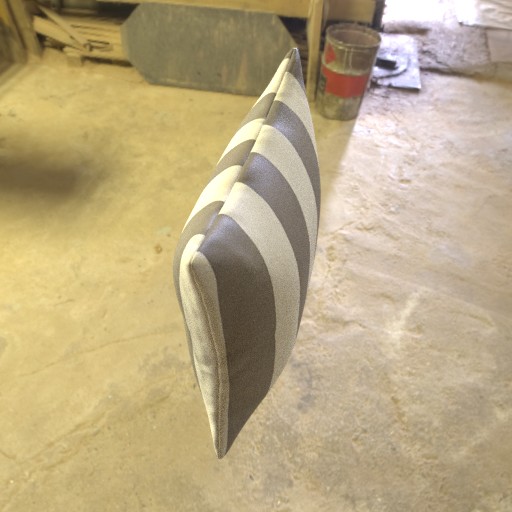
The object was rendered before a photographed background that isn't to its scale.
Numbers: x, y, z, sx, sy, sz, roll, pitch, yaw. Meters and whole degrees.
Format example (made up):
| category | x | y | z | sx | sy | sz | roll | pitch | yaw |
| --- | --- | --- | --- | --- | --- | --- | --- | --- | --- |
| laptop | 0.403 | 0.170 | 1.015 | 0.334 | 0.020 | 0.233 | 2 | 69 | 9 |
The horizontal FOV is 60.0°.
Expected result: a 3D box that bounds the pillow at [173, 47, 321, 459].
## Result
| category | x | y | z | sx | sy | sz | roll | pitch | yaw |
| --- | --- | --- | --- | --- | --- | --- | --- | --- | --- |
| pillow | 0.000 | 0.000 | 0.766 | 0.192 | 0.507 | 0.522 | 10 | 47 | 10 |
